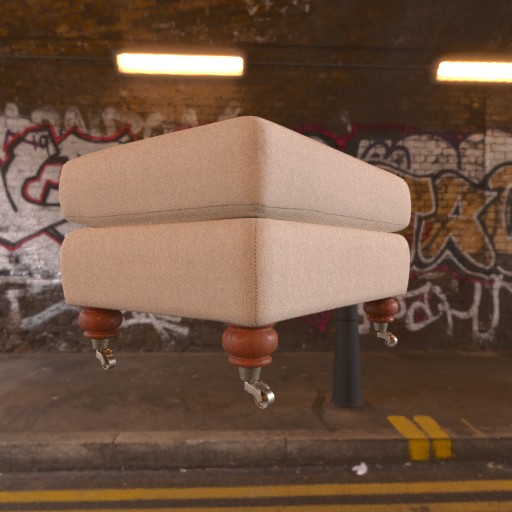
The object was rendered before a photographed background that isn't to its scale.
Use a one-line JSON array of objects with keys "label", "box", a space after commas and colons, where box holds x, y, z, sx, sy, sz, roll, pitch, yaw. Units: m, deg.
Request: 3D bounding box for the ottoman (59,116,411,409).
[{"label": "ottoman", "box": [0.000, 0.000, 1.124, 0.569, 0.499, 0.773, 0, 0, 36]}]
